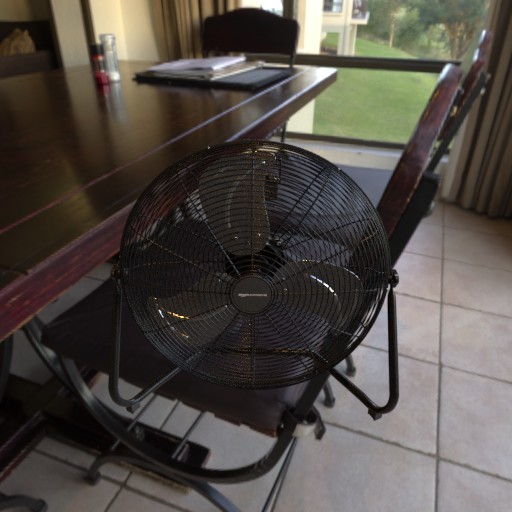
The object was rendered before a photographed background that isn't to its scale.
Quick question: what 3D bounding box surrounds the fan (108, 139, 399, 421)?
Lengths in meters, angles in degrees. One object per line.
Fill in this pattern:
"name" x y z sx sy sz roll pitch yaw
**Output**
"fan" 0.000 0.000 0.927 0.555 0.546 0.424 1 31 2
